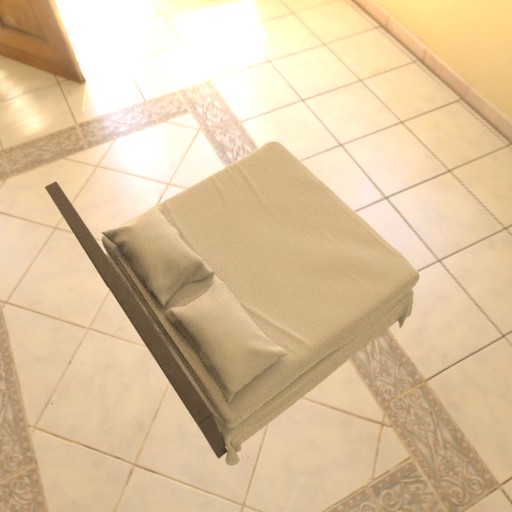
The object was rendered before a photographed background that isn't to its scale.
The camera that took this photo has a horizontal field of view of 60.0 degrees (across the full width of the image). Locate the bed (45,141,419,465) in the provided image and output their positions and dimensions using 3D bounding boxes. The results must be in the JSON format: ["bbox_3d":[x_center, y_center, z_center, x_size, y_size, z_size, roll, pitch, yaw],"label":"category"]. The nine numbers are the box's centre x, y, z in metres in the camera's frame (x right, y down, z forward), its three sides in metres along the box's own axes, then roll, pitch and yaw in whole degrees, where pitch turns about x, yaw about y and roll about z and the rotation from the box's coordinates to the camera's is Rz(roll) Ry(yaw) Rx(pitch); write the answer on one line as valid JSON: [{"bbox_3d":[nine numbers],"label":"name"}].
[{"bbox_3d":[0.000,0.000,2.945,1.785,1.142,1.772,-33,64,-18],"label":"bed"}]
